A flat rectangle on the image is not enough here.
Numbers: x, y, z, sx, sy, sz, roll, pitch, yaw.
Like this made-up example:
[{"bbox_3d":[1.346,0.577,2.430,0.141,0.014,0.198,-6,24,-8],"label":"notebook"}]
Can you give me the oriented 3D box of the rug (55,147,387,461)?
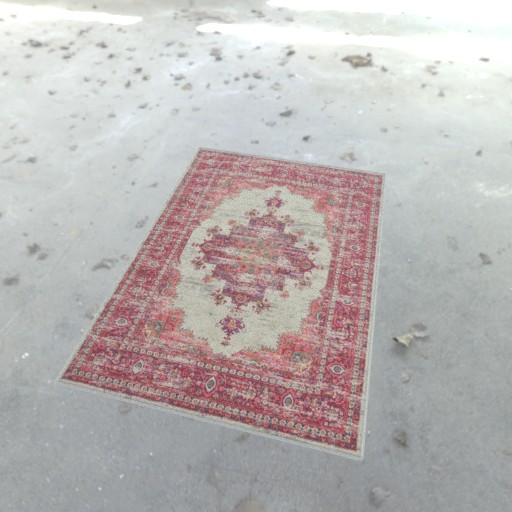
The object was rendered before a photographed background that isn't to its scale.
[{"bbox_3d":[0.000,0.000,2.245,1.217,0.011,1.747,10,47,10],"label":"rug"}]
